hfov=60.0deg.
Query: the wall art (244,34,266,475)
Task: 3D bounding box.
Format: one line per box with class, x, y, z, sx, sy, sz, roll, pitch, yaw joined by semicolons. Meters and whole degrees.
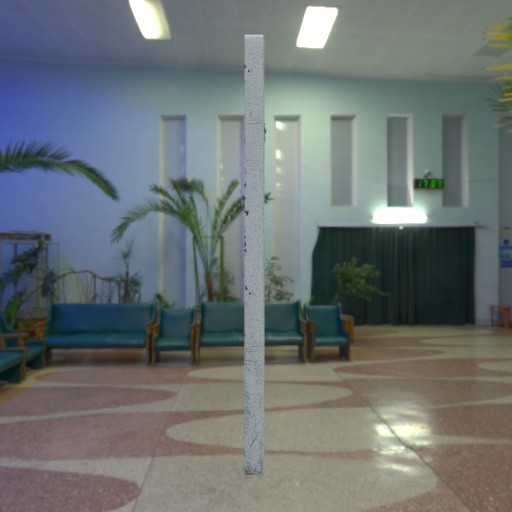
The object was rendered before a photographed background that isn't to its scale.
wall art;0.000;0.000;1.141;0.038;0.762;0.762;0;0;0
